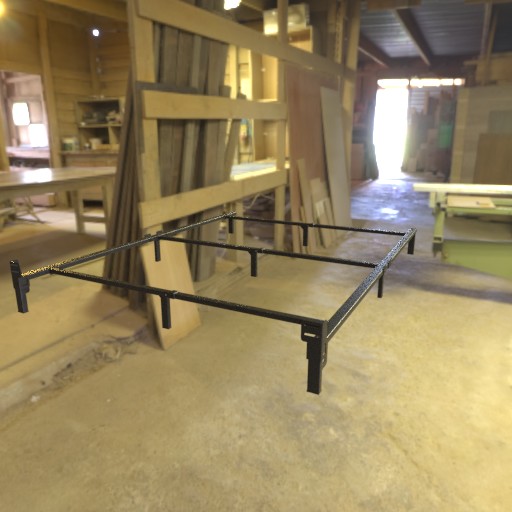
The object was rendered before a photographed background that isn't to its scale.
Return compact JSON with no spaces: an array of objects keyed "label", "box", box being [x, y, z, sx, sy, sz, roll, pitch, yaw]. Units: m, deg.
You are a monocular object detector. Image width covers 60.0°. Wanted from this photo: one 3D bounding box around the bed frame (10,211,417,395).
[{"label":"bed frame","box":[0.000,0.000,2.565,1.498,0.248,1.990,8,17,26]}]
